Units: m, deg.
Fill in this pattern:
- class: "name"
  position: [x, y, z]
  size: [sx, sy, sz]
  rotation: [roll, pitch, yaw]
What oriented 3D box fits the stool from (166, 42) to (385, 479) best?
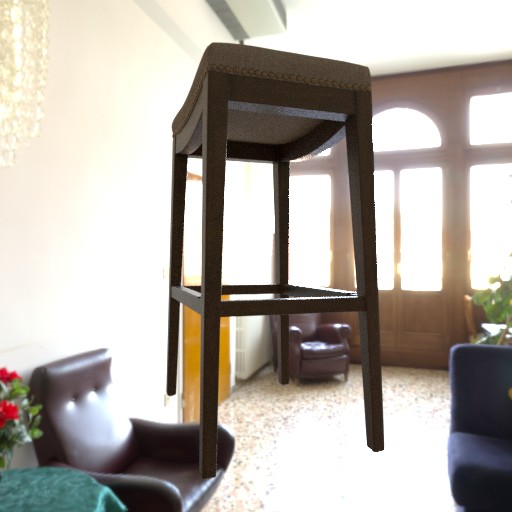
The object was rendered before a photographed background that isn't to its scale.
- class: "stool"
  position: [0.000, 0.000, 1.040]
  size: [0.356, 0.762, 0.508]
  rotation: [0, 0, -18]
